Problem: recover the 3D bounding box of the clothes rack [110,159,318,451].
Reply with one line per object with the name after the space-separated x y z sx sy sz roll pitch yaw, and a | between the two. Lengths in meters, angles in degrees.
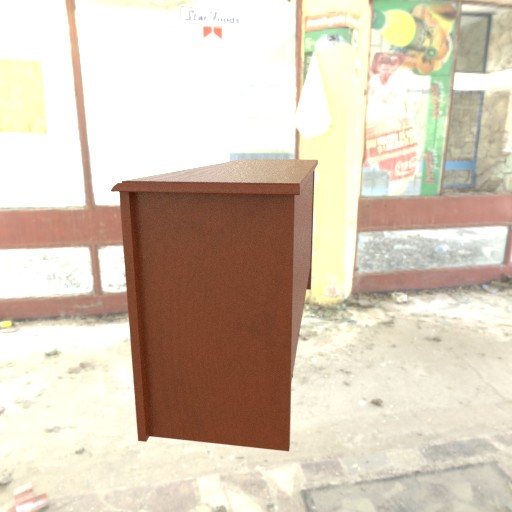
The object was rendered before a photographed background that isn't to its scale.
0.000 0.000 1.489 0.362 0.594 1.251 2 14 9 | clothes rack
